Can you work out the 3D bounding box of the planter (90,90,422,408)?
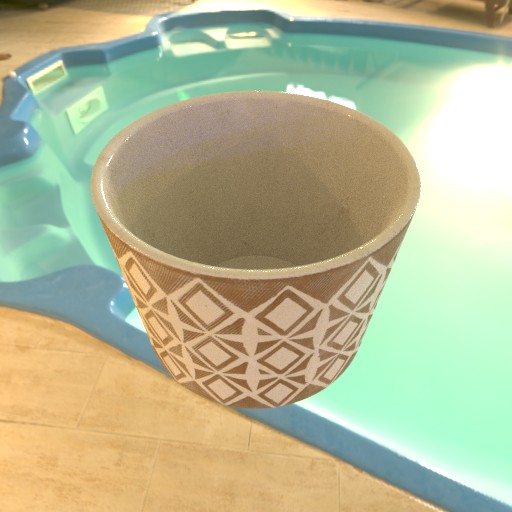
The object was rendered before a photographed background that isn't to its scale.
[{"bbox_3d":[0.000,0.000,0.436,0.260,0.220,0.260,0,45,0],"label":"planter"}]
